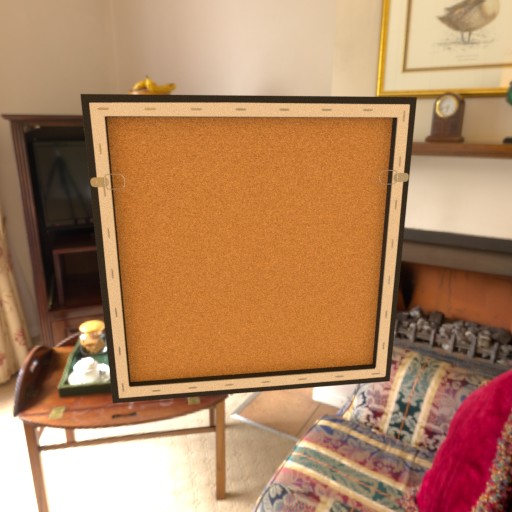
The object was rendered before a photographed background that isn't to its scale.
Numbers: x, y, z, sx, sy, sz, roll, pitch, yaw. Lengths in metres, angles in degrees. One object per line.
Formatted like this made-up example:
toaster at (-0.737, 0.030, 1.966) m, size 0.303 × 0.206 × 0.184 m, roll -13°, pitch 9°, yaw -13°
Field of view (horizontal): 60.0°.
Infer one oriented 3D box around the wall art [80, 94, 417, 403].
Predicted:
wall art at (0.000, 0.000, 1.115) m, size 0.758 × 0.758 × 0.044 m, roll -2°, pitch 16°, yaw -8°
